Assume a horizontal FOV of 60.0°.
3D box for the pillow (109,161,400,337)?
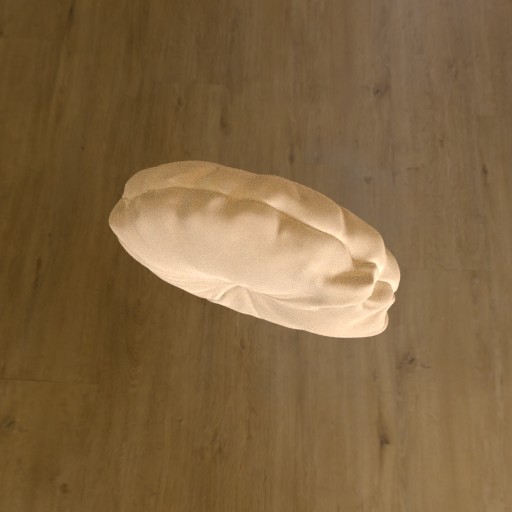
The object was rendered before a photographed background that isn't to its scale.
[{"bbox_3d":[0.000,0.000,0.658,0.428,0.407,0.148,19,76,5],"label":"pillow"}]
